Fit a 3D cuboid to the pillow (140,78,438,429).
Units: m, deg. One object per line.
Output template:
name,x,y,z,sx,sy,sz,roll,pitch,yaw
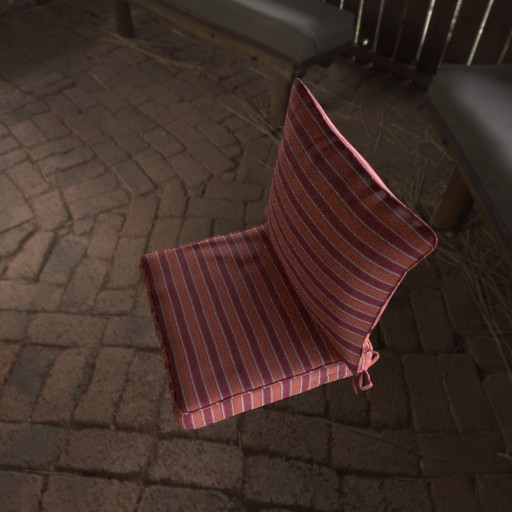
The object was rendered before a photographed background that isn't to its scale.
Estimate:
pillow,0.000,0.000,1.406,0.733,0.723,0.799,-15,50,-13
